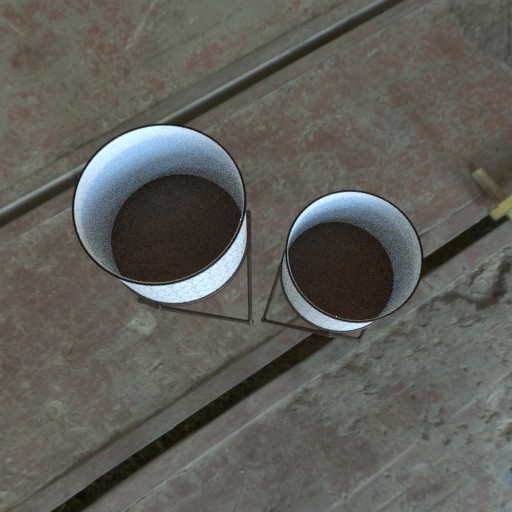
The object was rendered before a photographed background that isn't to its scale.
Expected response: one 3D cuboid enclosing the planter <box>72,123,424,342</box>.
[{"bbox_3d":[0.000,0.000,1.182,0.769,0.712,0.413,11,75,3],"label":"planter"}]
